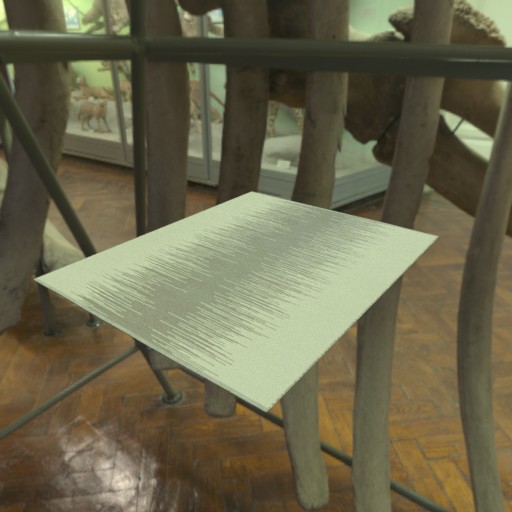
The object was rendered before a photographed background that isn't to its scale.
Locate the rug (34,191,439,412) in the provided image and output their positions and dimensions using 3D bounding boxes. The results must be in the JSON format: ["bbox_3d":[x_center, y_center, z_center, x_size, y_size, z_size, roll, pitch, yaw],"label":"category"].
[{"bbox_3d":[0.000,0.000,4.169,2.453,0.010,3.037,19,32,33],"label":"rug"}]
